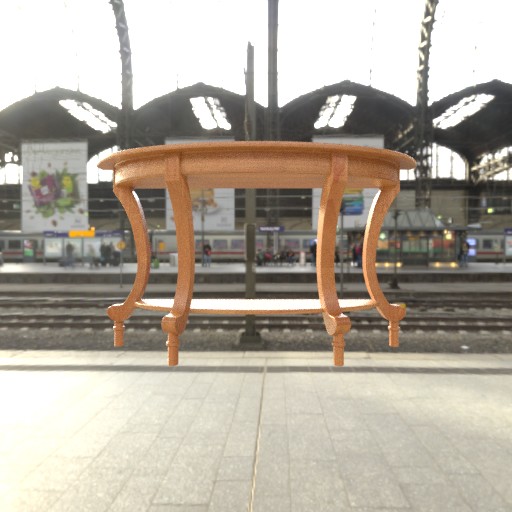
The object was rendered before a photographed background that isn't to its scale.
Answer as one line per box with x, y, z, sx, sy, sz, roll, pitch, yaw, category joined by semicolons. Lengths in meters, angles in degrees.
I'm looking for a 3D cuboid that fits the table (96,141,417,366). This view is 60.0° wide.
0.000;0.000;1.523;1.198;0.692;0.394;0;1;0;table
